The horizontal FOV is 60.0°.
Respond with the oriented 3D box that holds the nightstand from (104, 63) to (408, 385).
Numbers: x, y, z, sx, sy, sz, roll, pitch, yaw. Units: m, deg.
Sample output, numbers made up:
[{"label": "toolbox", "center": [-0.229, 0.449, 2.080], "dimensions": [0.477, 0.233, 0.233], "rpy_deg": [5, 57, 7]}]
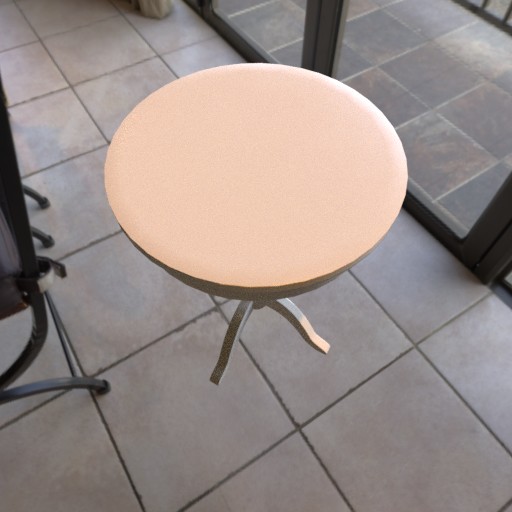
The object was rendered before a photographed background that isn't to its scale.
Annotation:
[{"label": "nightstand", "center": [0.000, 0.000, 1.036], "dimensions": [0.513, 0.653, 0.513], "rpy_deg": [34, 64, 19]}]
